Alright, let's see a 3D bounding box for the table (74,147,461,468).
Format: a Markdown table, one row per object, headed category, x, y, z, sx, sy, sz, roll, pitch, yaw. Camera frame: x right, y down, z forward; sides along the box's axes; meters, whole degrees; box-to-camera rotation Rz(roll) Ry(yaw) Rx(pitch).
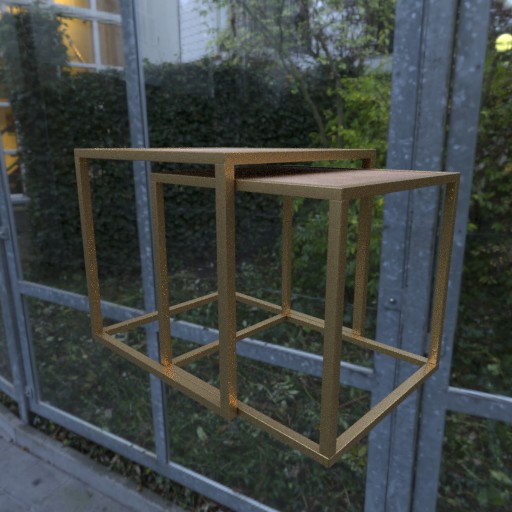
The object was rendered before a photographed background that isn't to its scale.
| category | x | y | z | sx | sy | sz | roll | pitch | yaw |
| --- | --- | --- | --- | --- | --- | --- | --- | --- | --- |
| table | 0.000 | 0.000 | 1.078 | 0.762 | 0.505 | 0.505 | 13 | 19 | 42 |
